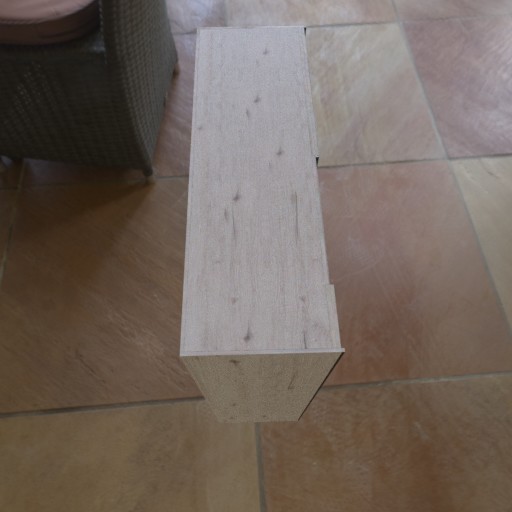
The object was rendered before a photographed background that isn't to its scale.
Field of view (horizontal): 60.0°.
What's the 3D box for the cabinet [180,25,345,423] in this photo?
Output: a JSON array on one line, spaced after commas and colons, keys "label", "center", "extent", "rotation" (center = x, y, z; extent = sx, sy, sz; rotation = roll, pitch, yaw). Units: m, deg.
[{"label": "cabinet", "center": [0.000, 0.000, 3.193], "extent": [0.660, 2.180, 2.000], "rotation": [-1, 63, -1]}]
